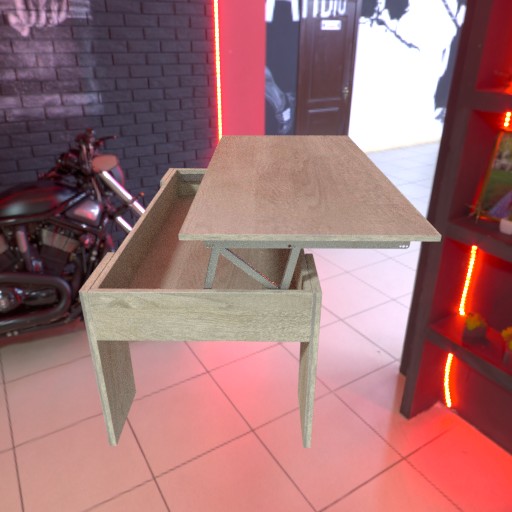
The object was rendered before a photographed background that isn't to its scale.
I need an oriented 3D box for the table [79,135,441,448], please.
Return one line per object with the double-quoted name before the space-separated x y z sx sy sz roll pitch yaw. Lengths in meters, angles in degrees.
"table" 0.000 0.000 1.411 0.711 0.570 1.000 0 26 1
